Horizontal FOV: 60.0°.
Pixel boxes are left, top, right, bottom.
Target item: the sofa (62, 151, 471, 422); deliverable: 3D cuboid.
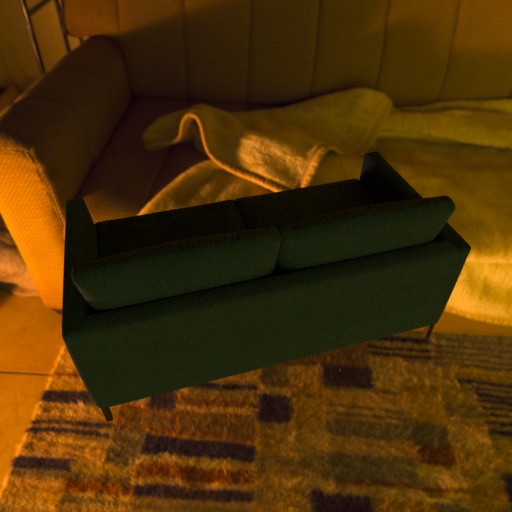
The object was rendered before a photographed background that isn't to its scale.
[{"bbox_3d":[0.000,0.000,2.133,1.676,0.817,0.875,-11,44,-12],"label":"sofa"}]
